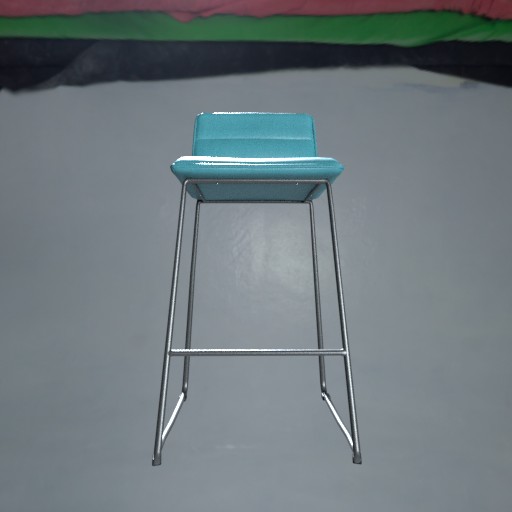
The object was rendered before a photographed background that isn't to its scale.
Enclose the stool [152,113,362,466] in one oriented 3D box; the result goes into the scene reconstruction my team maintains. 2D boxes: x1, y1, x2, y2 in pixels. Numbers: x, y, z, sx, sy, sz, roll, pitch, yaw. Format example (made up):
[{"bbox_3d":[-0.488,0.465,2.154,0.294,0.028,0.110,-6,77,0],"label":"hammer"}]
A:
[{"bbox_3d":[0.000,0.000,1.222,0.489,0.936,0.524,0,0,-1],"label":"stool"}]
